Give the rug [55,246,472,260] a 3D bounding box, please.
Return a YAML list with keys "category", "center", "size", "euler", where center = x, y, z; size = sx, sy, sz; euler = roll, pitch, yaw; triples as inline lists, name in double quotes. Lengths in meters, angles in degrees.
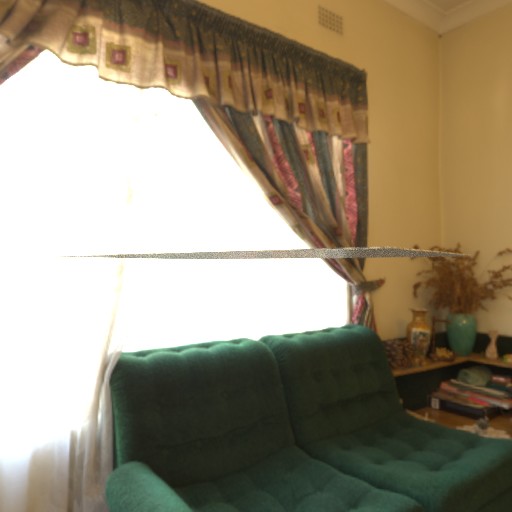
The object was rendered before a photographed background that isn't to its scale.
- category: "rug"
  center: [0.000, 0.000, 2.063]
  size: [1.652, 0.006, 1.035]
  euler: [-1, -2, 37]
